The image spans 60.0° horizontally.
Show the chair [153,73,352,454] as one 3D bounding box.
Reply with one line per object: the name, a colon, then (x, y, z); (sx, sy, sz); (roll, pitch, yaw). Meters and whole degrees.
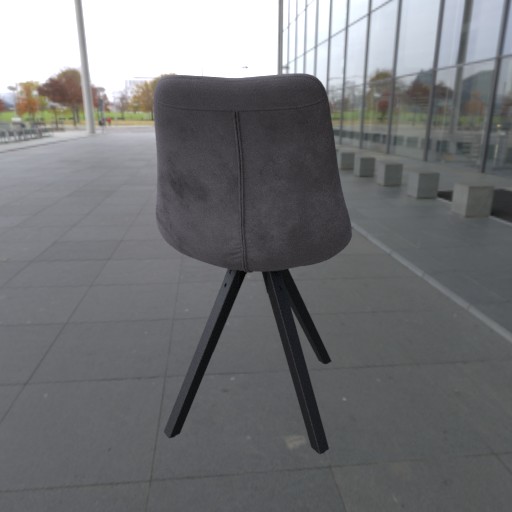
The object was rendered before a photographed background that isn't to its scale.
chair: (0.000, 0.000, 1.170); (0.485, 0.850, 0.550); (3, 18, 8)
